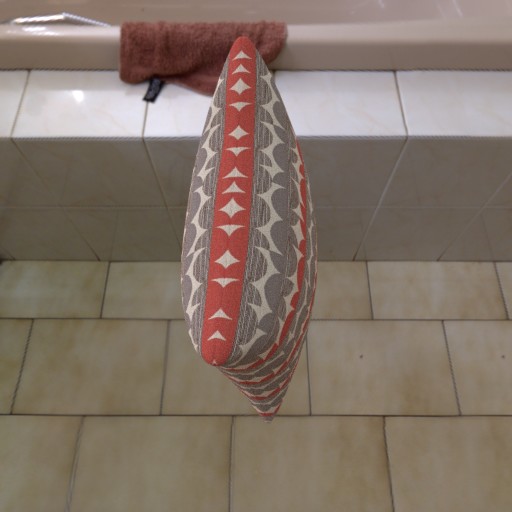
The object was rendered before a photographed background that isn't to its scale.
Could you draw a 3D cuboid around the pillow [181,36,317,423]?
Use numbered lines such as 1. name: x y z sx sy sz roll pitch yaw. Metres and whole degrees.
1. pillow: 0.000 0.000 0.646 0.180 0.410 0.420 2 64 1
